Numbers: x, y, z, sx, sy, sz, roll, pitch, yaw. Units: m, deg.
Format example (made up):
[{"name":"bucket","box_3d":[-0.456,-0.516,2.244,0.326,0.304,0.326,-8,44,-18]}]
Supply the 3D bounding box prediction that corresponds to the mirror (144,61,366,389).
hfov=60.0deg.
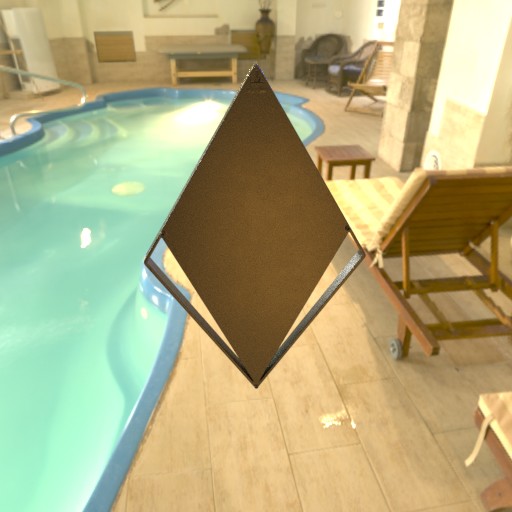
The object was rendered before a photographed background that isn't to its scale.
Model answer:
[{"name":"mirror","box_3d":[0.000,0.000,0.844,0.419,0.679,0.032,-2,30,-3]}]
